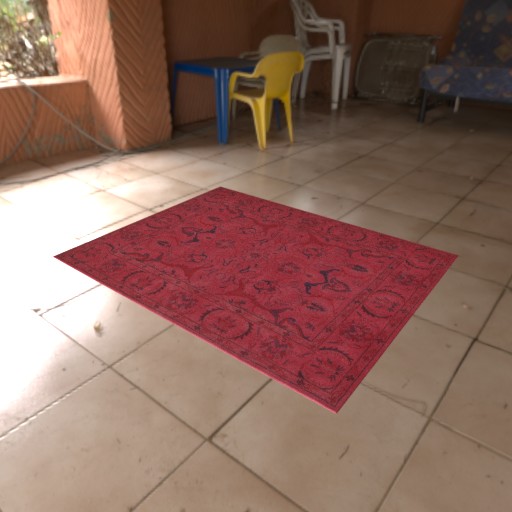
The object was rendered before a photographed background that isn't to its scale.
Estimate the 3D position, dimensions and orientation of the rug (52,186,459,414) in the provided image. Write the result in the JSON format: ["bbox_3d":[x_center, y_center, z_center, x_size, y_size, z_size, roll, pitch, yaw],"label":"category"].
[{"bbox_3d":[0.000,0.000,4.059,2.929,0.012,2.300,21,35,32],"label":"rug"}]
